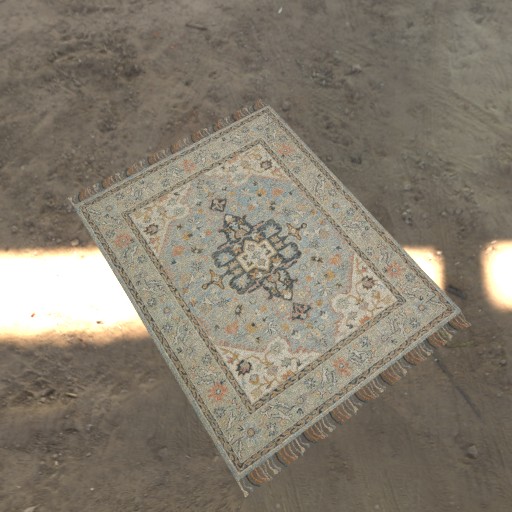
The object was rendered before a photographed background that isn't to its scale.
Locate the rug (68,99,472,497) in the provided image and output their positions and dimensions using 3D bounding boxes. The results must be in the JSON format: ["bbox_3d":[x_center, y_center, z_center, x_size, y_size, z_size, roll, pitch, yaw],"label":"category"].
[{"bbox_3d":[0.000,0.000,2.228,1.278,0.009,1.730,-32,68,-14],"label":"rug"}]
